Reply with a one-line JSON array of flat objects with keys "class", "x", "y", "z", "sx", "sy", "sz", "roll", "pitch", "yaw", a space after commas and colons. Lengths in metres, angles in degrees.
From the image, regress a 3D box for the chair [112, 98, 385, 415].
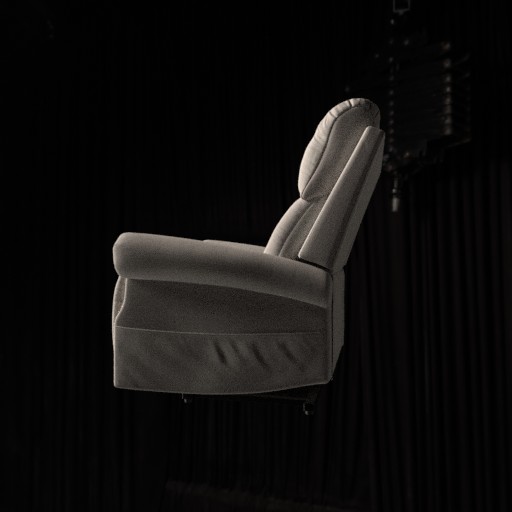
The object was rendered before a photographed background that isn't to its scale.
[{"class": "chair", "x": 0.000, "y": 0.000, "z": 1.783, "sx": 0.979, "sy": 1.031, "sz": 0.871, "roll": 0, "pitch": 0, "yaw": 15}]
